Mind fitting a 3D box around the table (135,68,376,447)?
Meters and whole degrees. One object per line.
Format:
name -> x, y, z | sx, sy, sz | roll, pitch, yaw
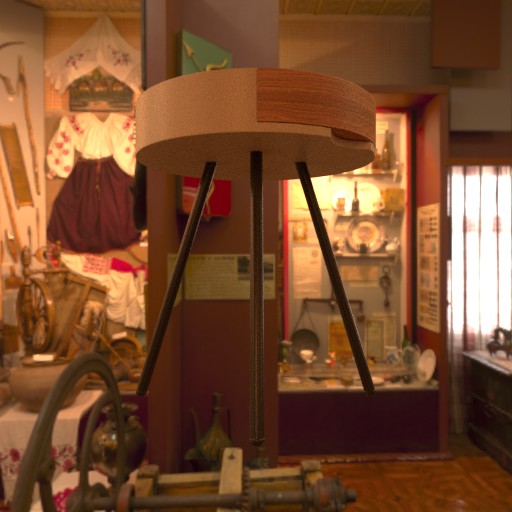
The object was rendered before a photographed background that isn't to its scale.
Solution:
table -> 0.000, 0.000, 0.830 | 0.450, 0.525, 0.450 | 0, 1, 0
